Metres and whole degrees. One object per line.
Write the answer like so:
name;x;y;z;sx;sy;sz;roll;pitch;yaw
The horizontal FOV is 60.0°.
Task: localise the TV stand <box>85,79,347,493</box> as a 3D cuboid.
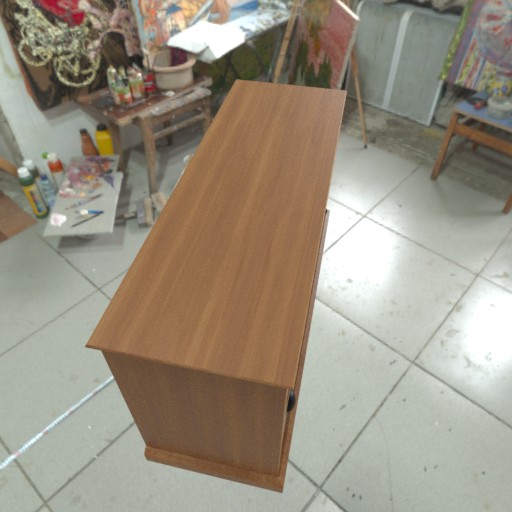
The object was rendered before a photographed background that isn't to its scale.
TV stand;0.000;0.000;1.441;0.417;0.607;1.181;9;47;9
